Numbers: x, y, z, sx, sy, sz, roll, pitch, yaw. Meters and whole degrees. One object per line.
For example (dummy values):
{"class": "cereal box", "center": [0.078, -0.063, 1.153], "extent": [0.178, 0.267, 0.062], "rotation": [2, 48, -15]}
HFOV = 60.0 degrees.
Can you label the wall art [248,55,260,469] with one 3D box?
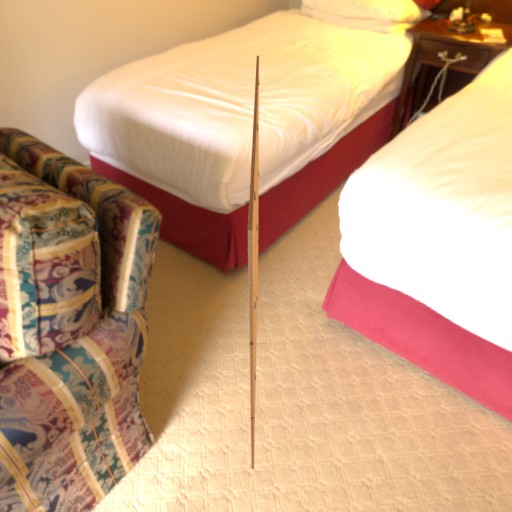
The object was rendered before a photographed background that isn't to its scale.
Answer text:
{"class": "wall art", "center": [0.000, 0.000, 2.320], "extent": [0.019, 1.532, 1.533], "rotation": [1, 41, 1]}
